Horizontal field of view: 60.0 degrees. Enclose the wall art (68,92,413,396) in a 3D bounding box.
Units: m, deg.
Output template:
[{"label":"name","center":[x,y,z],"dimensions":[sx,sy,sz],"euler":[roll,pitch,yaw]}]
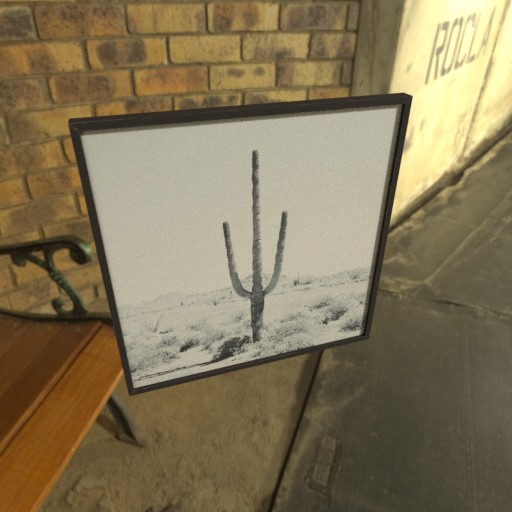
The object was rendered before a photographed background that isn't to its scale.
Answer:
[{"label":"wall art","center":[0.000,0.000,1.158],"dimensions":[0.762,0.762,0.038],"euler":[-10,33,-15]}]
